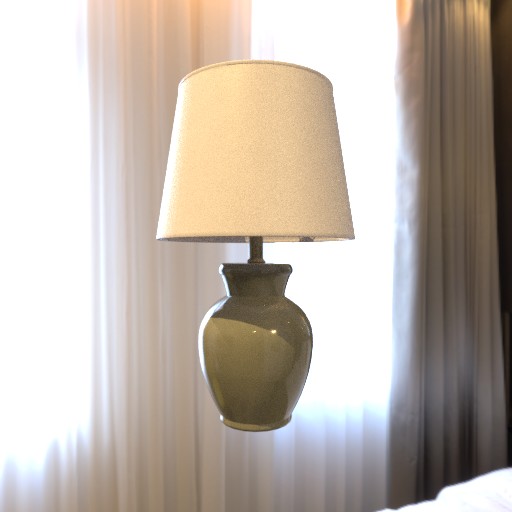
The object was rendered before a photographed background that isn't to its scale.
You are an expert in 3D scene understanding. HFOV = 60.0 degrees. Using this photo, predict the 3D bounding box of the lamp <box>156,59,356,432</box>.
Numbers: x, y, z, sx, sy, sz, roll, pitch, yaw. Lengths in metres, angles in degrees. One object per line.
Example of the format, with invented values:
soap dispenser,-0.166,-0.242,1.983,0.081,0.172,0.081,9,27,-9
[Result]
lamp,0.000,0.000,0.544,0.239,0.399,0.239,0,0,0
